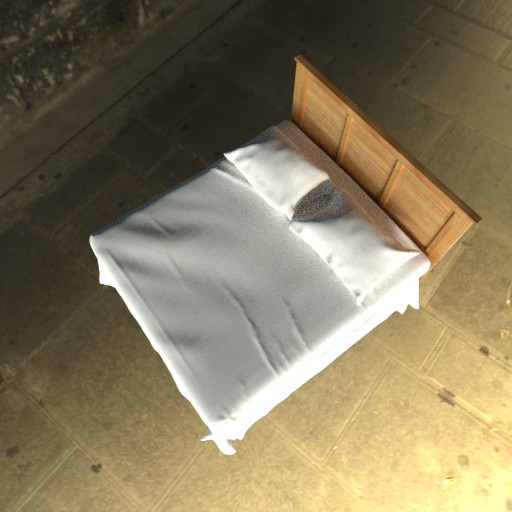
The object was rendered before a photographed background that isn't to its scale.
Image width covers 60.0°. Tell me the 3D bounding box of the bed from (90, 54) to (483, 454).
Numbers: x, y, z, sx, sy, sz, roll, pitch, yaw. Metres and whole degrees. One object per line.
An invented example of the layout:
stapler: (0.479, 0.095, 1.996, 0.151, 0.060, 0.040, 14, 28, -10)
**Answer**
bed: (0.000, 0.000, 3.126, 2.035, 1.273, 1.870, -34, 69, -15)
